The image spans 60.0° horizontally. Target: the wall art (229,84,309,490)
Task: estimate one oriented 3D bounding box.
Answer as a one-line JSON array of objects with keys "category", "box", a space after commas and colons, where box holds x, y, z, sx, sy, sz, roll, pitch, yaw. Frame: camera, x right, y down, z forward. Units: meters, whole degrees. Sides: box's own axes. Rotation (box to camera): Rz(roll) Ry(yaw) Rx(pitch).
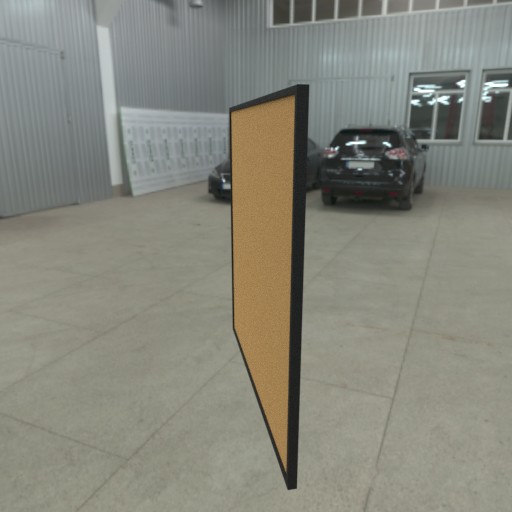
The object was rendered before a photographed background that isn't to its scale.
[{"category": "wall art", "box": [0.000, 0.000, 0.688, 0.013, 0.457, 0.458, -3, 16, -11]}]
